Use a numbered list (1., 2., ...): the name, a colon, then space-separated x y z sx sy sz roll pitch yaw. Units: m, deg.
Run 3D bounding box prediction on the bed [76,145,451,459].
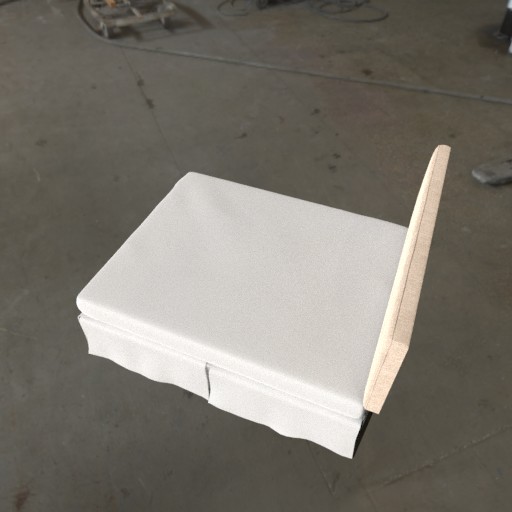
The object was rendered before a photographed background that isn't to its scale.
1. bed: 0.000 0.000 2.977 1.978 1.270 1.643 17 48 16
